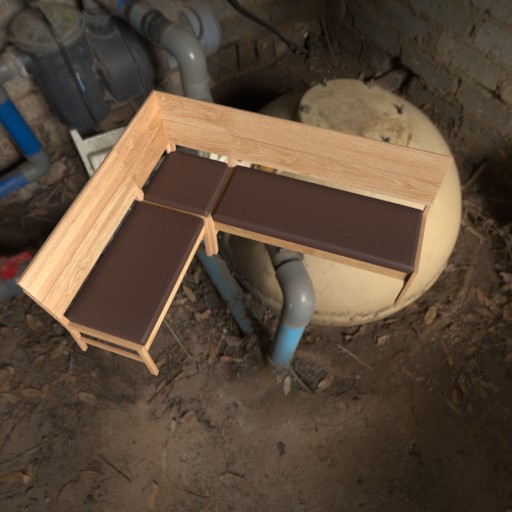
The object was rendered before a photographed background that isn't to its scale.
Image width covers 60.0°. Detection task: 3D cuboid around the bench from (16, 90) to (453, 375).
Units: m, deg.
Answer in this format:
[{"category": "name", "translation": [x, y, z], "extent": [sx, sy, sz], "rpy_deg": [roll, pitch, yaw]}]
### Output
[{"category": "bench", "translation": [0.000, 0.000, 2.763], "extent": [1.975, 0.890, 1.549], "rpy_deg": [15, 59, 9]}]
